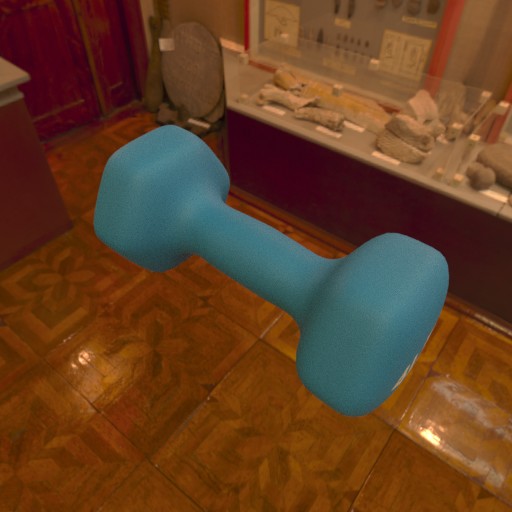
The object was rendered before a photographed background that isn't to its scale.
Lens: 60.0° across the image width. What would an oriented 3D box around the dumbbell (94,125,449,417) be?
[{"bbox_3d":[0.000,0.000,0.192,0.152,0.066,0.074,31,54,27],"label":"dumbbell"}]
